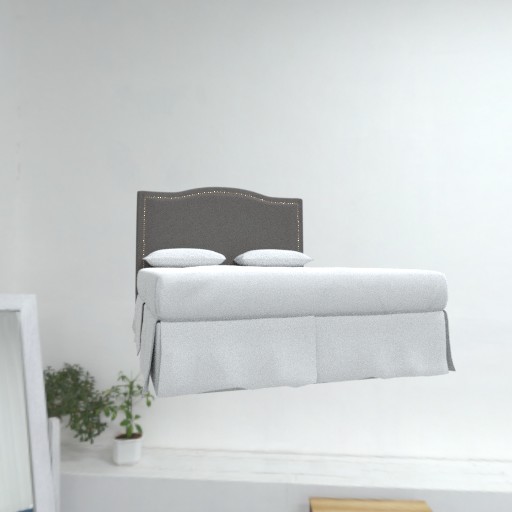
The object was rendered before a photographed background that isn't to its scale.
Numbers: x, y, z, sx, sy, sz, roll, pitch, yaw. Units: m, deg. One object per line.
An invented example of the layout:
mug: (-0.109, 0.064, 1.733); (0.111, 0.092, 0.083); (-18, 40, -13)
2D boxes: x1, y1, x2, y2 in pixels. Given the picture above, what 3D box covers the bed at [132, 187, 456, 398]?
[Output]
bed: (0.000, 0.000, 3.433); (1.821, 1.436, 2.282); (0, -1, -17)
